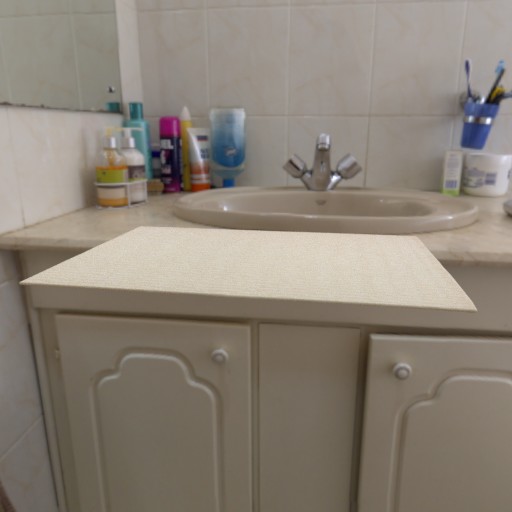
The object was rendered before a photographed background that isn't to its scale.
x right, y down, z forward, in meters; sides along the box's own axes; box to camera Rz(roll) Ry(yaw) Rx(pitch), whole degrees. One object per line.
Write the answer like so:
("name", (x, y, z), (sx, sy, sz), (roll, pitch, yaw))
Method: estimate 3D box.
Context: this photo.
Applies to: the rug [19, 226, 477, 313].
("rug", (0.000, 0.000, 2.329), (1.848, 0.014, 1.238), (3, 15, 9))
